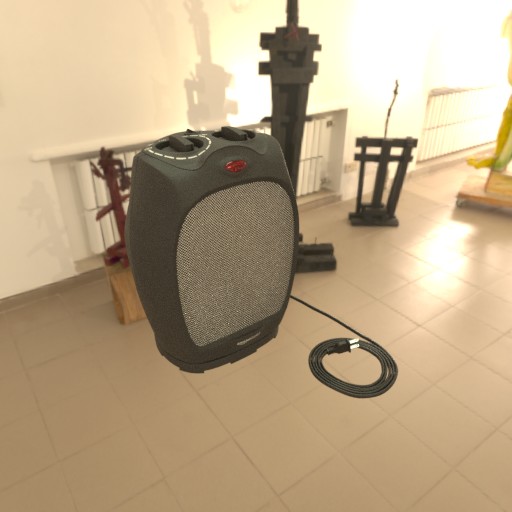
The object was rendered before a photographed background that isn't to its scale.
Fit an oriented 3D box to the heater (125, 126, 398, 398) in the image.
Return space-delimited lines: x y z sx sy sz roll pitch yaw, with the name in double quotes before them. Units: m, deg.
"heater" 0.000 0.000 0.484 0.239 0.255 0.291 -20 35 -31
